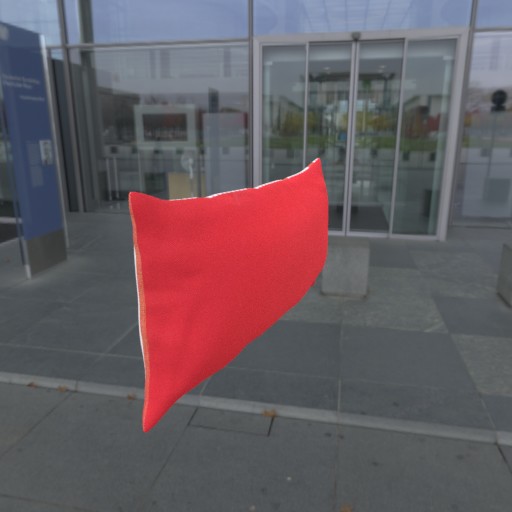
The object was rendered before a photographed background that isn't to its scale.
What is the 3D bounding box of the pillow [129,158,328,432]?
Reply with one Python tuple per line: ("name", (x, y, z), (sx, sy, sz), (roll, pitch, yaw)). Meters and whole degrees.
("pillow", (0.000, 0.000, 0.759), (0.151, 0.297, 0.608), (8, 17, 25))
